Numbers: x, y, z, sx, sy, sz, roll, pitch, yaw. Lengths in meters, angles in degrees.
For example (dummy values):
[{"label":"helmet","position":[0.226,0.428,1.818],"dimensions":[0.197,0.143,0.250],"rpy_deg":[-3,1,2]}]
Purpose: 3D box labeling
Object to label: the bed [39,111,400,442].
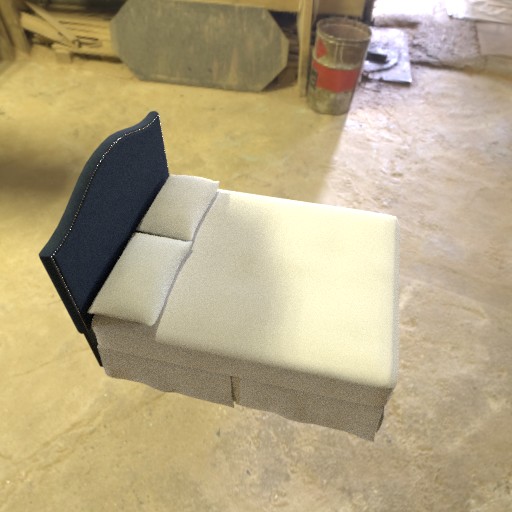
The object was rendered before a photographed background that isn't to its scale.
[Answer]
[{"label":"bed","position":[0.000,0.000,3.235],"dimensions":[2.153,1.518,1.713],"rpy_deg":[10,48,9]}]
